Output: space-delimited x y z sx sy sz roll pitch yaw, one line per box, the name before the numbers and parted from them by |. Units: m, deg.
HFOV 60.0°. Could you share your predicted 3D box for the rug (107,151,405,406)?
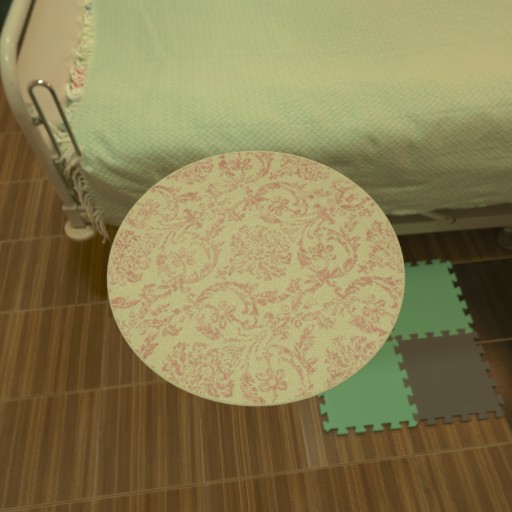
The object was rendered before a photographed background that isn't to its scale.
rug | 0.000 0.000 2.407 1.593 0.012 1.593 0 58 0
